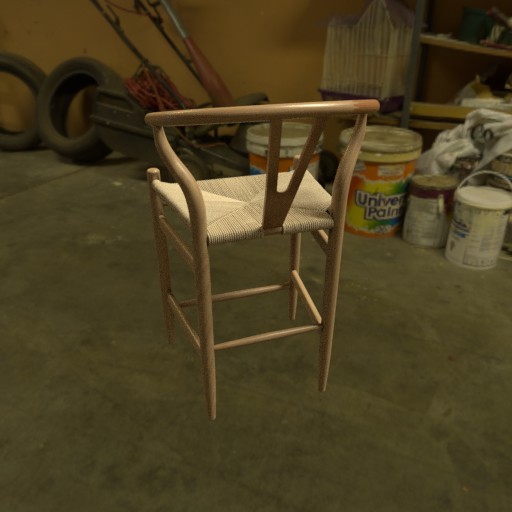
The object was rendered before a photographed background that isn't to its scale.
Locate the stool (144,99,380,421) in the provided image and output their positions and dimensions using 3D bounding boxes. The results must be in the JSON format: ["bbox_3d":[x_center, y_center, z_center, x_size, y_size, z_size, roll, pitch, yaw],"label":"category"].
[{"bbox_3d":[0.000,0.000,1.277,0.536,0.923,0.575,-9,29,-16],"label":"stool"}]
